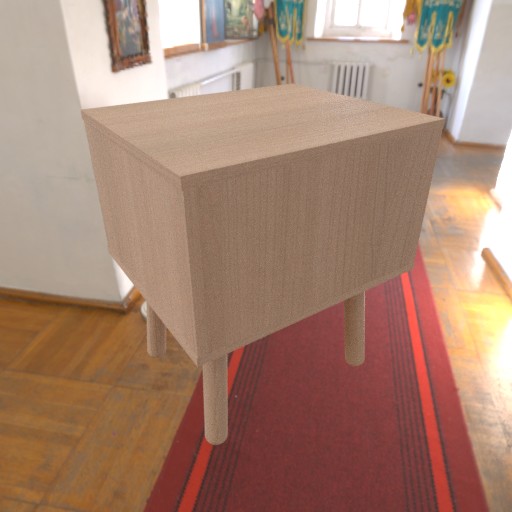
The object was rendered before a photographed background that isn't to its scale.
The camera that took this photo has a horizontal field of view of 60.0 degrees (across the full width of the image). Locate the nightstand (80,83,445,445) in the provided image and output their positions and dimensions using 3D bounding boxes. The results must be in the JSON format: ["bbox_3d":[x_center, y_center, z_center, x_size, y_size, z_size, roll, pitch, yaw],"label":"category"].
[{"bbox_3d":[0.000,0.000,0.847,0.450,0.530,0.380,-19,35,-29],"label":"nightstand"}]
